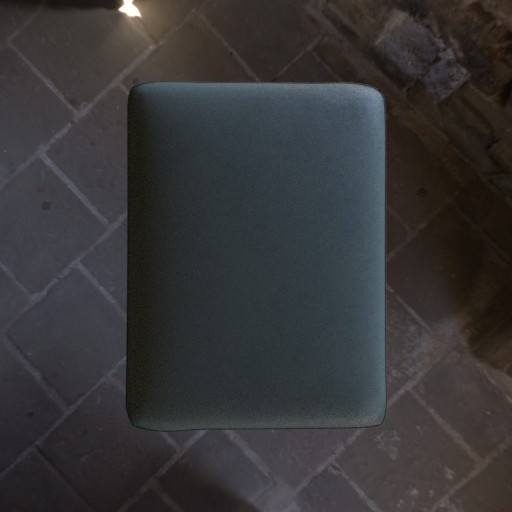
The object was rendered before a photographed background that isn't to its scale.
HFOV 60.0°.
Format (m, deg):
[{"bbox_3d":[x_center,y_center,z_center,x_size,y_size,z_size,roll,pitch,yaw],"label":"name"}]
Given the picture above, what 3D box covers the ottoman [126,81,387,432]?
[{"bbox_3d":[0.000,0.000,1.162,0.608,0.449,0.811,0,89,-1],"label":"ottoman"}]
